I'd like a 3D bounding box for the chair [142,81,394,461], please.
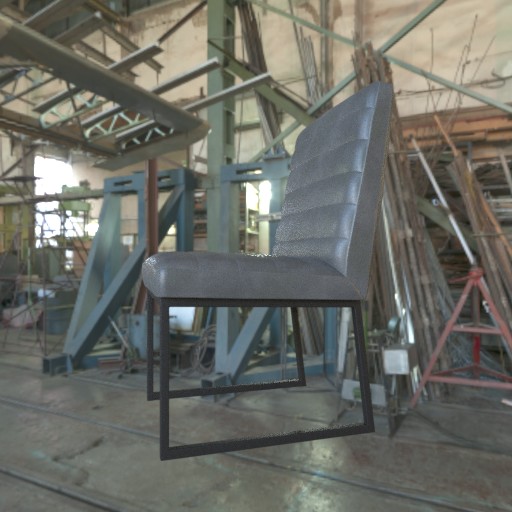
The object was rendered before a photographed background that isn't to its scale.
[{"bbox_3d":[0.000,0.000,1.312,0.634,0.930,0.520,0,0,-18],"label":"chair"}]
